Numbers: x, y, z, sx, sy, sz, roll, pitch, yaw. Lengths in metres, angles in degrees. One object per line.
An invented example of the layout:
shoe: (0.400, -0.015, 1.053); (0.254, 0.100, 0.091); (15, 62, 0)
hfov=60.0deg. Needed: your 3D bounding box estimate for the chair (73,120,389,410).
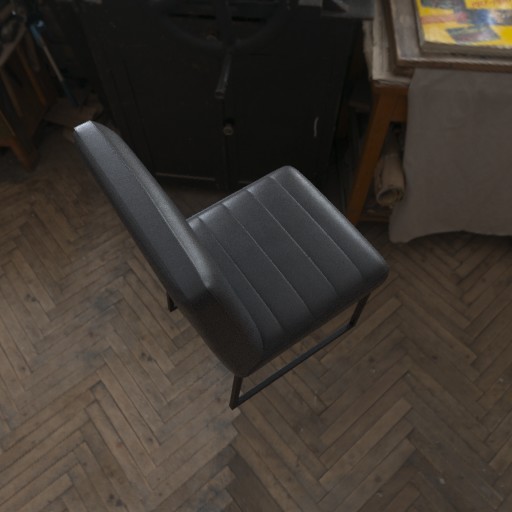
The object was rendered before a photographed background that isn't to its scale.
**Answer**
chair: (0.000, 0.000, 1.302); (0.634, 0.930, 0.520); (-30, 63, -17)
